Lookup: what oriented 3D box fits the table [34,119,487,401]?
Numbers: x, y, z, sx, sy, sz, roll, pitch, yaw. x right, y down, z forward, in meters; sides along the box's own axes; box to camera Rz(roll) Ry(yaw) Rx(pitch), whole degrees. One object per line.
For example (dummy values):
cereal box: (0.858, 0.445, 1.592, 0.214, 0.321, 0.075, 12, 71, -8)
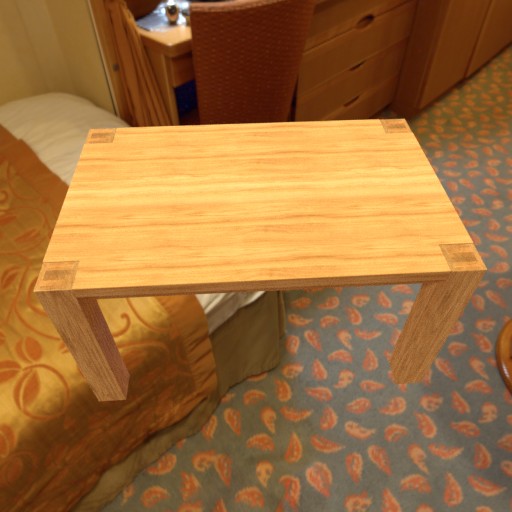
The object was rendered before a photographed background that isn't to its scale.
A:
table: (0.000, 0.000, 1.941, 1.400, 0.760, 0.900, -3, 47, -2)
